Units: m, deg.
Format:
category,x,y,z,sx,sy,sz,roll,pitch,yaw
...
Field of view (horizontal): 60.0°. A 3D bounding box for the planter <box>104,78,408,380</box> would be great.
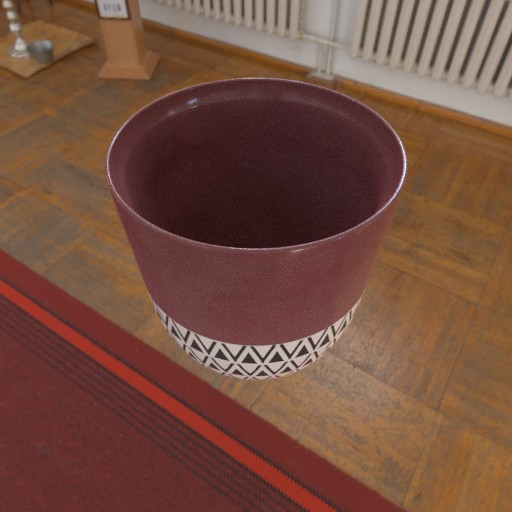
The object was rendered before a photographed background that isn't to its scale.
category,x,y,z,sx,sy,sz,roll,pitch,yaw
planter,0.000,0.000,0.369,0.195,0.214,0.195,0,47,0
